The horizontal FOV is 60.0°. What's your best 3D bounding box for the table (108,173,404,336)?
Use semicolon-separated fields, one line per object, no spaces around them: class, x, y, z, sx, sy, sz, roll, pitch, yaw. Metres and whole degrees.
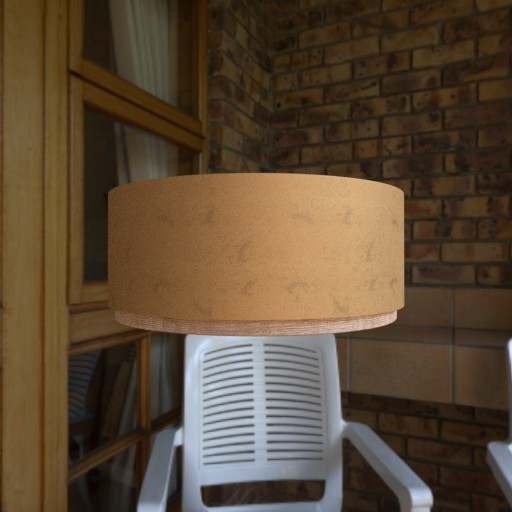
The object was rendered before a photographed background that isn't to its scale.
table;0.000;0.000;1.580;1.001;0.409;1.001;0;0;0
